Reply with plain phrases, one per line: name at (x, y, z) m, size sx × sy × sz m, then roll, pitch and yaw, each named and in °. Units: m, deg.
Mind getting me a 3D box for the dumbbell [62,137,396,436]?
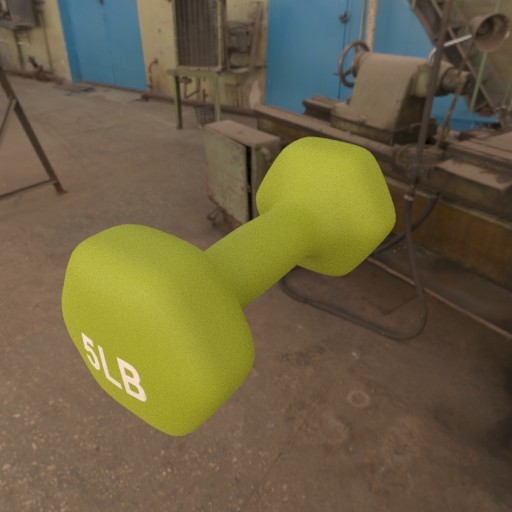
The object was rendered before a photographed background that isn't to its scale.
dumbbell at (0.000, 0.000, 0.202) m, size 0.080 × 0.072 × 0.164 m, roll 22°, pitch 38°, yaw 31°
